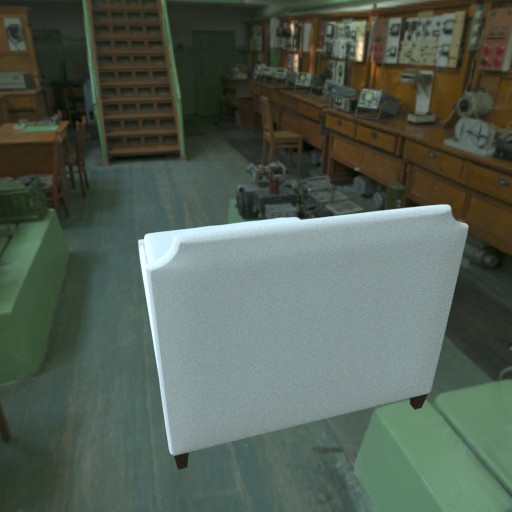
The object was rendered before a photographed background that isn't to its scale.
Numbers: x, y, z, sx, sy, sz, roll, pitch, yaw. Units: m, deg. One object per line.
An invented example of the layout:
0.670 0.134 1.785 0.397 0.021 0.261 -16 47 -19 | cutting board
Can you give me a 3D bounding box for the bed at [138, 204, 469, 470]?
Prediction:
0.000 0.000 3.407 1.712 1.443 2.372 -8 27 -15 | bed
